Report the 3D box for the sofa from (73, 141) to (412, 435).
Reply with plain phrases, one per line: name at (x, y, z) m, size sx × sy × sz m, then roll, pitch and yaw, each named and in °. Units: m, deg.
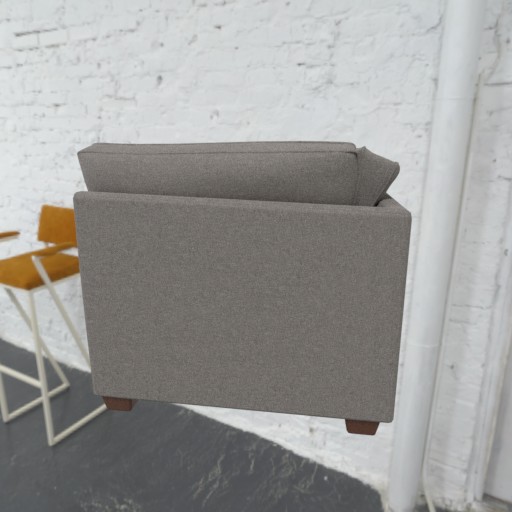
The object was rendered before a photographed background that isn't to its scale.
sofa at (0.000, 0.000, 1.879) m, size 1.042 × 0.951 × 1.050 m, roll 2°, pitch 15°, yaw 8°
